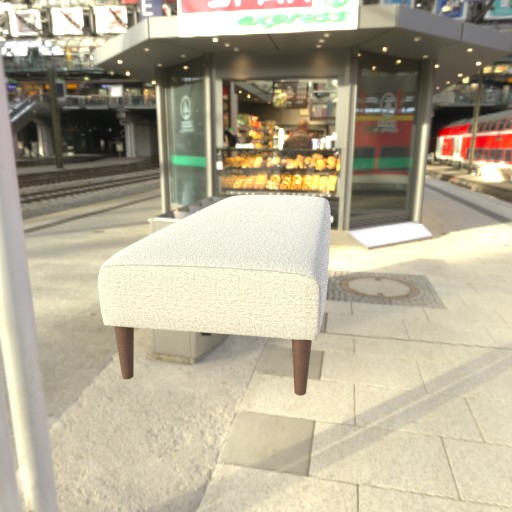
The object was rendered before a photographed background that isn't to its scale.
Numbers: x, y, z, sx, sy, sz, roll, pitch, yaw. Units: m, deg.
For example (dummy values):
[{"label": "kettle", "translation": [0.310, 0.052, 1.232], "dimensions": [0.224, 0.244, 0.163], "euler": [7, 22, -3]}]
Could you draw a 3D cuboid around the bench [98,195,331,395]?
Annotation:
[{"label": "bench", "translation": [0.000, 0.000, 1.932], "dimensions": [0.631, 0.383, 1.598], "euler": [2, 14, 9]}]
